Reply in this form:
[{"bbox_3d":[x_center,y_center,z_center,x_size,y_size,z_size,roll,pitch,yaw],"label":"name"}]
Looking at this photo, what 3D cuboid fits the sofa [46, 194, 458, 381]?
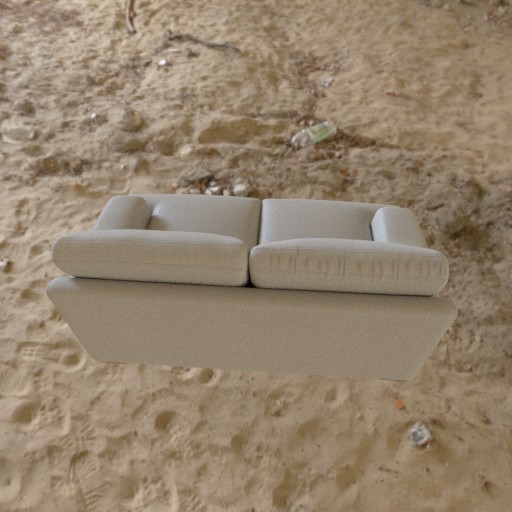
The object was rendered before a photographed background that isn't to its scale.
[{"bbox_3d":[0.000,0.000,2.518,1.880,0.940,1.143,3,47,3],"label":"sofa"}]
